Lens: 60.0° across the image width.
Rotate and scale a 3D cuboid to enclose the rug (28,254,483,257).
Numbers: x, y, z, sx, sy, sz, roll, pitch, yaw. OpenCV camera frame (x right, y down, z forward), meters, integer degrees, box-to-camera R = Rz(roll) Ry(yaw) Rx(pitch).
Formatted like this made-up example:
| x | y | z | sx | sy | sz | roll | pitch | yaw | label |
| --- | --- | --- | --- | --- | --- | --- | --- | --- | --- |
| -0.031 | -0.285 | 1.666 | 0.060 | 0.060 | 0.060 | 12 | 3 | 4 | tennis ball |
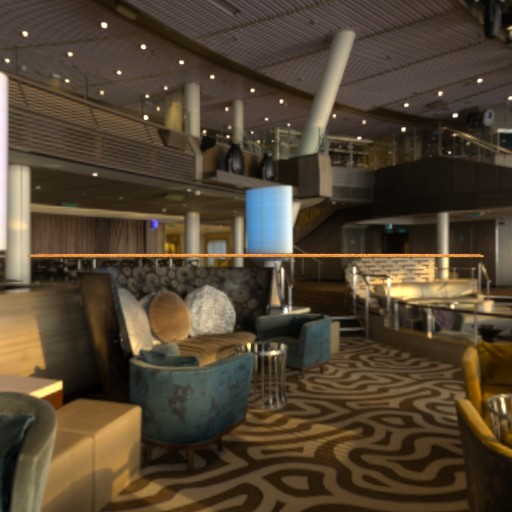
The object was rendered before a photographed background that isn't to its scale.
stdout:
| x | y | z | sx | sy | sz | roll | pitch | yaw | label |
| --- | --- | --- | --- | --- | --- | --- | --- | --- | --- |
| 0.000 | 0.000 | 2.041 | 1.820 | 0.013 | 0.556 | 0 | 0 | -1 | rug |
